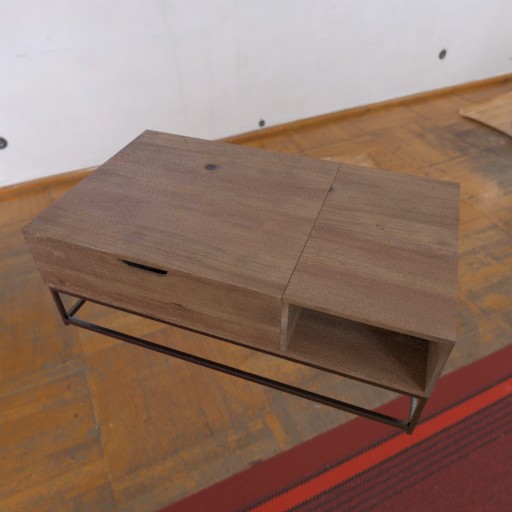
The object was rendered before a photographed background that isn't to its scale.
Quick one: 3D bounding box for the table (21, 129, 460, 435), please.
[{"bbox_3d":[0.000,0.000,1.401,1.101,0.395,0.655,13,42,15],"label":"table"}]
